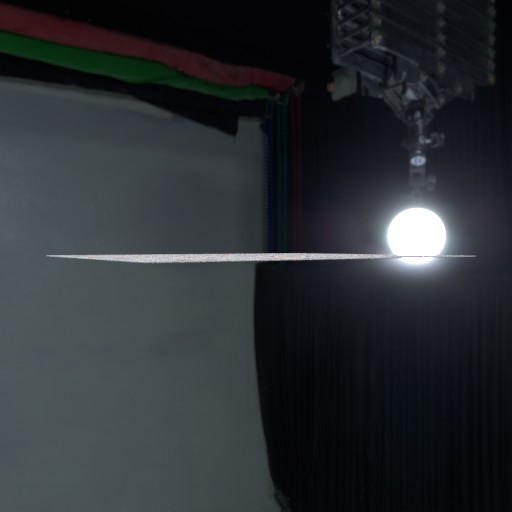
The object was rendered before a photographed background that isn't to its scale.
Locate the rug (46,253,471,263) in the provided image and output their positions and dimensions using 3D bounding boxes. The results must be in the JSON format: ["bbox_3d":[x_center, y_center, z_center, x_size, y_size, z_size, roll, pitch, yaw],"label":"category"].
[{"bbox_3d":[0.000,0.000,3.999,3.035,0.008,2.425,-1,1,-36],"label":"rug"}]
